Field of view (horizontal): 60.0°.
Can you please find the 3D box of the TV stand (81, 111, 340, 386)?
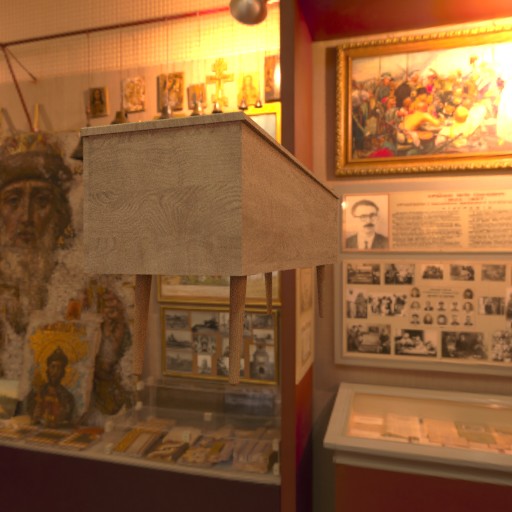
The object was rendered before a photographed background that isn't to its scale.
[{"bbox_3d":[0.000,0.000,1.534,0.401,0.565,1.313,0,0,18],"label":"TV stand"}]
